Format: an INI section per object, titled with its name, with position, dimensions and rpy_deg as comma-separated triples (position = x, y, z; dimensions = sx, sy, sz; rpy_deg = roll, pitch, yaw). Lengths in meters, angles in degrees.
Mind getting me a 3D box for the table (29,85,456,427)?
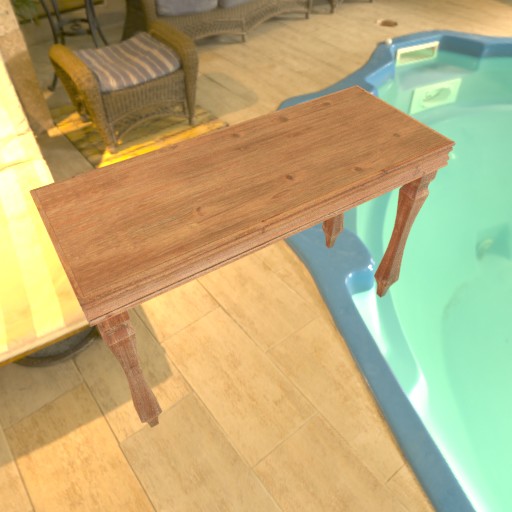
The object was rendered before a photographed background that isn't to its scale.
[table]
position = 0.000, 0.000, 1.774
dimensions = 1.330, 0.873, 0.522
rpy_deg = -25, 51, -22
